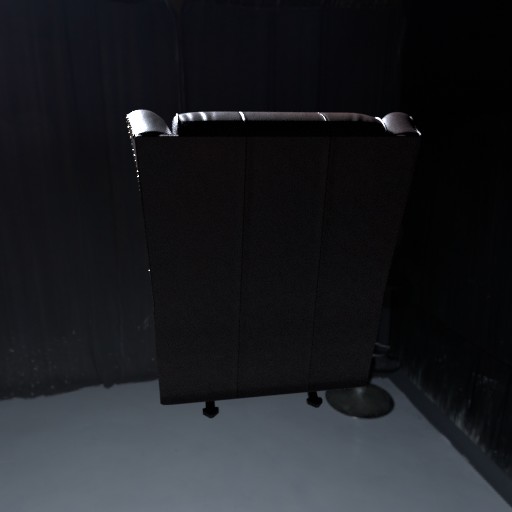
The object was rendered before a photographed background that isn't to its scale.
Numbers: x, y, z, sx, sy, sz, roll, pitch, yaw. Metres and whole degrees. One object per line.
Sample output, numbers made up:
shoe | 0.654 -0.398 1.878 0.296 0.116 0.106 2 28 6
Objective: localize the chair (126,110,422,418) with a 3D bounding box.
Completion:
chair | 0.000 0.000 1.805 0.869 1.084 1.008 -2 15 -9
